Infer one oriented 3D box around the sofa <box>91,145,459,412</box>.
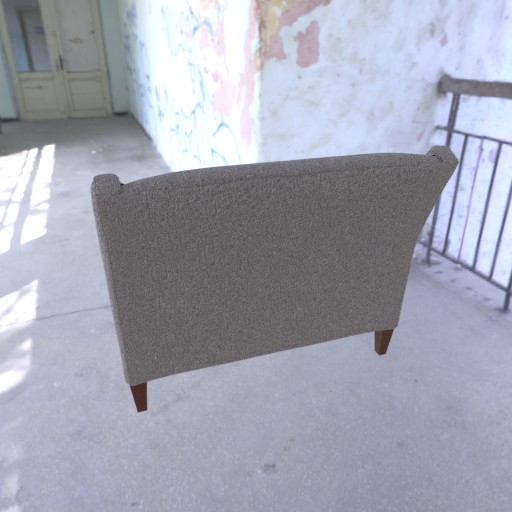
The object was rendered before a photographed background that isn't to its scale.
[{"bbox_3d":[0.000,0.000,1.937,1.242,1.026,0.862,-8,28,-17],"label":"sofa"}]
